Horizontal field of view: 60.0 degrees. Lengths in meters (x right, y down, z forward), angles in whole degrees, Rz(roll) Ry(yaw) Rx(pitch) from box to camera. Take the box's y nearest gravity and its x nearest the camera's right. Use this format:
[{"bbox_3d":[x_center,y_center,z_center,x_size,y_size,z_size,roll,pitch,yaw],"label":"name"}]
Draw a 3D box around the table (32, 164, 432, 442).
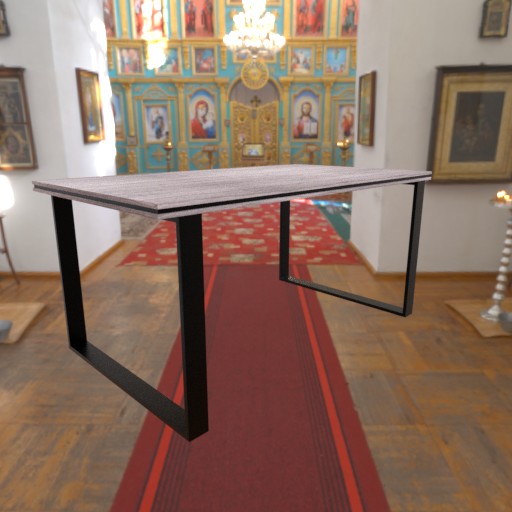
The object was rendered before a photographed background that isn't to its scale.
[{"bbox_3d":[0.000,0.000,2.051,1.579,0.736,0.881,-14,21,-43],"label":"table"}]
